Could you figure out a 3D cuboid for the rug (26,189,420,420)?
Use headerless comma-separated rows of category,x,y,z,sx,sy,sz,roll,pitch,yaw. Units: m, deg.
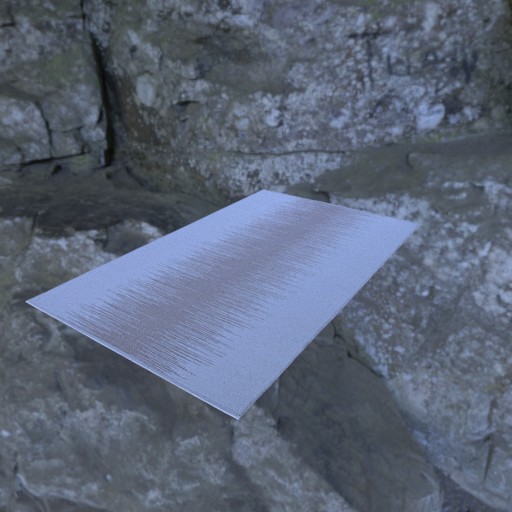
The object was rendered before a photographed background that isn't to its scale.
rug,0.000,0.000,3.042,1.522,0.012,2.440,17,32,31
